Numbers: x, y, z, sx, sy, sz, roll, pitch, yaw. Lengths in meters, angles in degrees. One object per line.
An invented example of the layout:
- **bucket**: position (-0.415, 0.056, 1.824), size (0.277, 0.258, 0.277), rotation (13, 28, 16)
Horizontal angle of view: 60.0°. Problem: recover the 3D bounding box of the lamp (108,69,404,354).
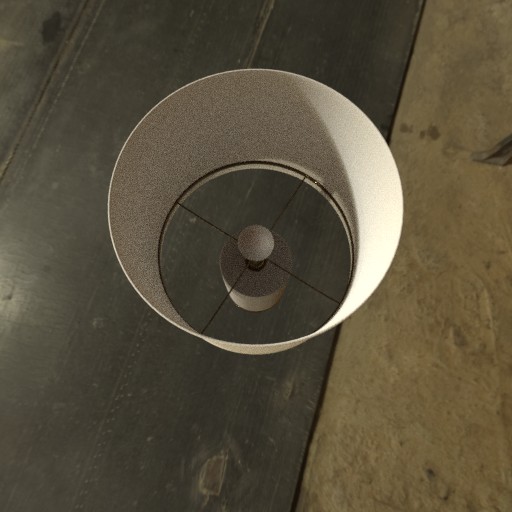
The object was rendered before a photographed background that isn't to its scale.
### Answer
- **lamp**: position (0.000, 0.000, 0.527), size (0.229, 0.380, 0.229), rotation (0, 76, 0)
